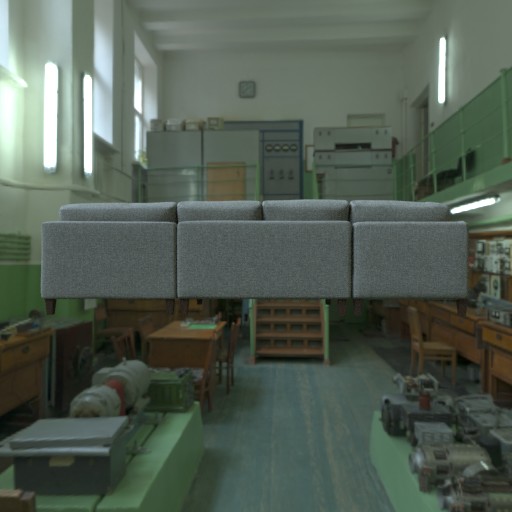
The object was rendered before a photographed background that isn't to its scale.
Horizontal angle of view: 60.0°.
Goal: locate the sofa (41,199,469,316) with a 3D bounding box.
[{"bbox_3d":[0.000,0.000,4.792,3.460,0.959,2.593,0,0,1],"label":"sofa"}]
